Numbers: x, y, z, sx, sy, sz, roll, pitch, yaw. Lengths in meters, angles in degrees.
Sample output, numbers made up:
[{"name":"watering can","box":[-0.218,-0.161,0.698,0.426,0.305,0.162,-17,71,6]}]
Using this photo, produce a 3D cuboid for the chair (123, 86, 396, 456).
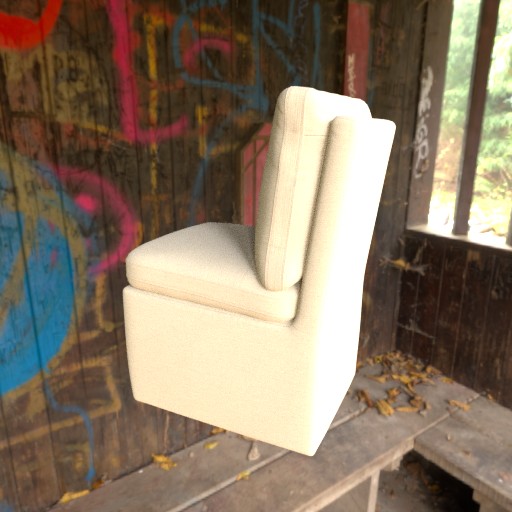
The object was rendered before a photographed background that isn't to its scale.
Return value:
[{"name":"chair","box":[0.000,0.000,1.358,0.698,0.927,0.503,8,18,25]}]
